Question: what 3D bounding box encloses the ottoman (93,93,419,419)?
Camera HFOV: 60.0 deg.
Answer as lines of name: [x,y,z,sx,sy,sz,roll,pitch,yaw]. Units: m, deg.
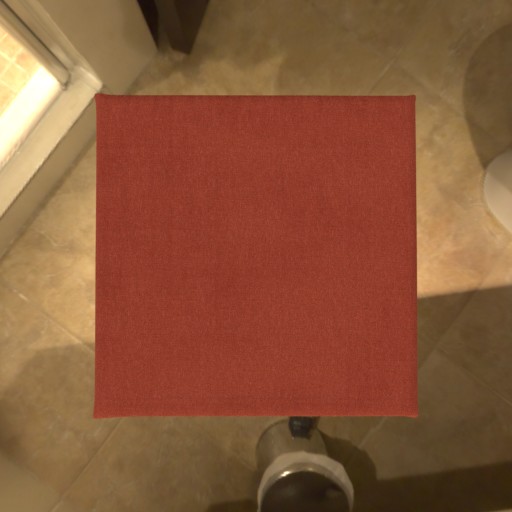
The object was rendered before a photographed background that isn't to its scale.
ottoman: [0.000,0.000,1.364,0.889,0.411,0.890,0,89,0]
